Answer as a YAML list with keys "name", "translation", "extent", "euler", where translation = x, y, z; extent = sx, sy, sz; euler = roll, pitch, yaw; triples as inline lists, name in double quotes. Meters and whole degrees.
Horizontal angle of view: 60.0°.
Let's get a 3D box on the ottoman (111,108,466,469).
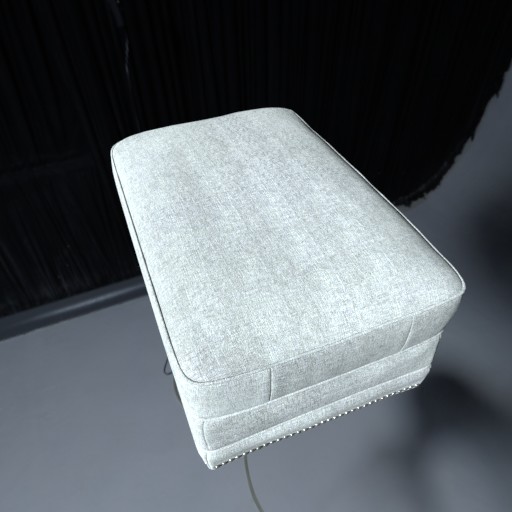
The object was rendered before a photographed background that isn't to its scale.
- name: "ottoman"
  translation: [0.000, 0.000, 1.115]
  extent: [0.561, 0.457, 0.813]
  euler: [-16, 47, -15]
